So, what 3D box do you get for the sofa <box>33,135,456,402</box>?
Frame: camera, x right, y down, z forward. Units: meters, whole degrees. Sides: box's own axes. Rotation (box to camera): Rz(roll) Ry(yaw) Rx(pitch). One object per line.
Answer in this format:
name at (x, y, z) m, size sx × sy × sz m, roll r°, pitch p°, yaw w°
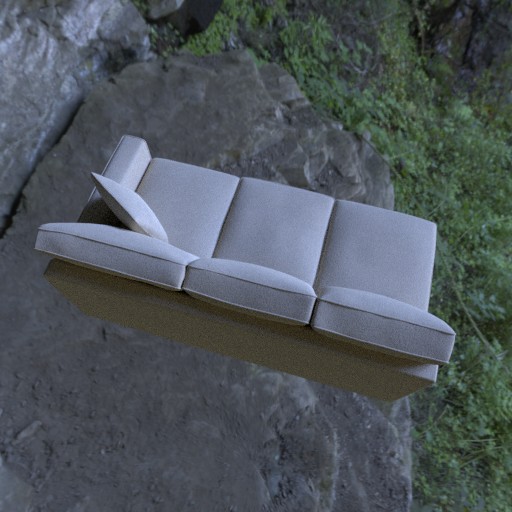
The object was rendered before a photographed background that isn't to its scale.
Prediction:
sofa at (0.000, 0.000, 2.516) m, size 1.963 × 0.946 × 1.034 m, roll 15°, pitch 65°, yaw 7°
